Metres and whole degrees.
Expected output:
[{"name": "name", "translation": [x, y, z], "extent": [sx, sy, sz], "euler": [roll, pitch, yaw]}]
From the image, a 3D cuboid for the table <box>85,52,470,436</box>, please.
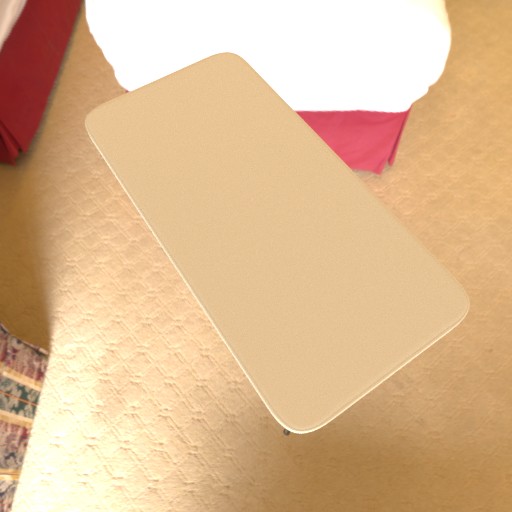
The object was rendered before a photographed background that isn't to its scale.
[{"name": "table", "translation": [0.000, 0.000, 1.637], "extent": [0.610, 0.737, 1.219], "euler": [-31, 67, -15]}]
